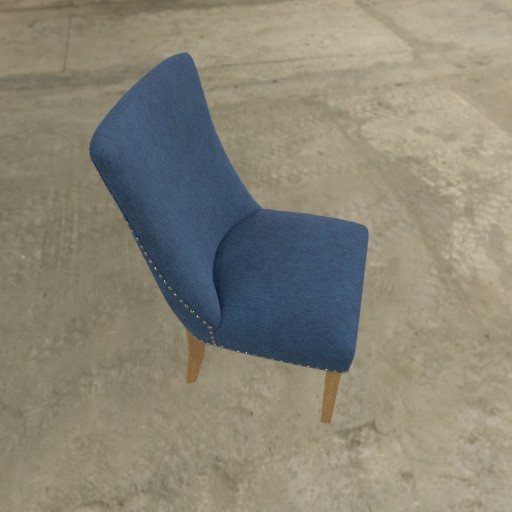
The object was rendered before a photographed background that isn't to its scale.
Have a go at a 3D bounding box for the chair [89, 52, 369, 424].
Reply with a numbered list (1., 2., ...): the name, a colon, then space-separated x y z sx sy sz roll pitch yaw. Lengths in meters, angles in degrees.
1. chair: 0.000 0.000 1.238 0.610 0.902 0.495 10 47 10
